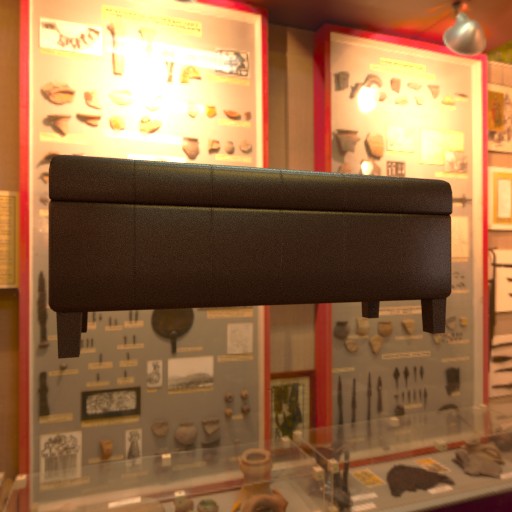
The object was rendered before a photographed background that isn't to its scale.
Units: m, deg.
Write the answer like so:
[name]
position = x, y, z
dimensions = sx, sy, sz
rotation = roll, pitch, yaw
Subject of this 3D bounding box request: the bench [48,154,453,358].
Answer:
[bench]
position = 0.000, 0.000, 1.333
dimensions = 1.092, 0.457, 0.429
rotation = 0, 0, -18
